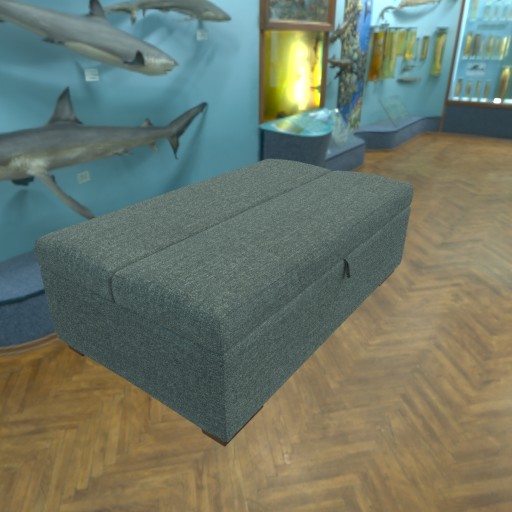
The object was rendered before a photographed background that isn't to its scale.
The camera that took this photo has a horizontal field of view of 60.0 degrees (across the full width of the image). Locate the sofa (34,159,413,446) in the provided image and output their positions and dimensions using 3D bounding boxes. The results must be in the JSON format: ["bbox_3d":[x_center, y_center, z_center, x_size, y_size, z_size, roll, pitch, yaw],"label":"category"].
[{"bbox_3d":[0.000,0.000,1.616,0.782,0.417,1.198,18,31,32],"label":"sofa"}]
